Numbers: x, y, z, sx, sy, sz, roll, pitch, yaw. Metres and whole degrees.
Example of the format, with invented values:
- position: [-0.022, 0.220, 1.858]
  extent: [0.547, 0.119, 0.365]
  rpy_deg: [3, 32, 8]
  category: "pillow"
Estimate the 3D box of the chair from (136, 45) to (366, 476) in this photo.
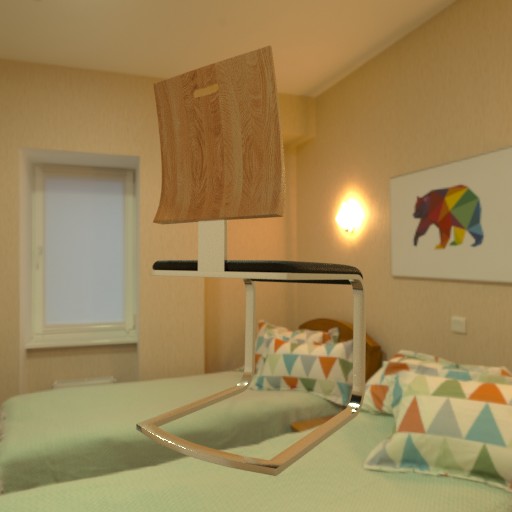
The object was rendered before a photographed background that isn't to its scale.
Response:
- position: [0.000, 0.000, 1.268]
  extent: [0.462, 0.936, 0.560]
  rpy_deg: [0, 0, 35]
  category: "chair"
